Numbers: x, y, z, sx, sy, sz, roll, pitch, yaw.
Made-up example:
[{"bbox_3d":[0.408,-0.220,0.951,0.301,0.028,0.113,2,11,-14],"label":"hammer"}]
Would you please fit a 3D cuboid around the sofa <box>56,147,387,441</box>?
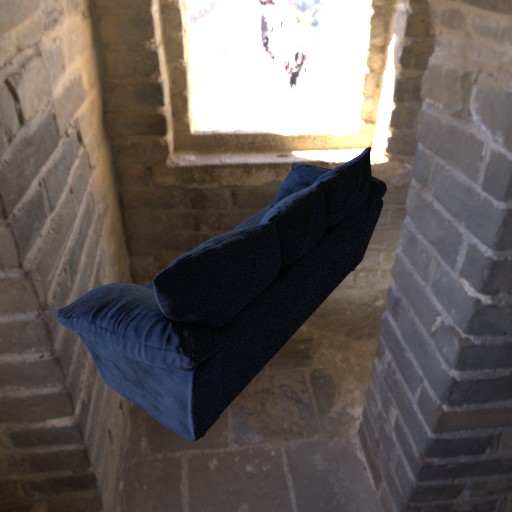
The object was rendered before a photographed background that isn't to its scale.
[{"bbox_3d":[0.000,0.000,2.893,0.907,1.091,2.390,20,37,29],"label":"sofa"}]
